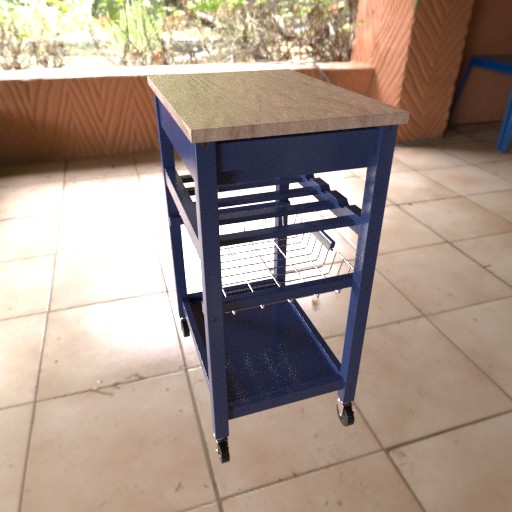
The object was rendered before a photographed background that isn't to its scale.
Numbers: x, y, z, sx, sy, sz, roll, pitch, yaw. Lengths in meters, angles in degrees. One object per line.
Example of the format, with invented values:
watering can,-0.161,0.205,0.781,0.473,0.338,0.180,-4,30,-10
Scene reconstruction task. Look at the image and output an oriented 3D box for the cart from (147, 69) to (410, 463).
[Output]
cart,0.000,0.000,1.183,0.403,0.839,0.584,-10,32,-16
